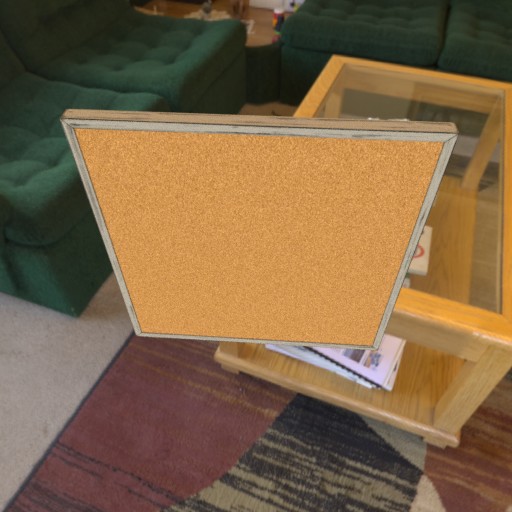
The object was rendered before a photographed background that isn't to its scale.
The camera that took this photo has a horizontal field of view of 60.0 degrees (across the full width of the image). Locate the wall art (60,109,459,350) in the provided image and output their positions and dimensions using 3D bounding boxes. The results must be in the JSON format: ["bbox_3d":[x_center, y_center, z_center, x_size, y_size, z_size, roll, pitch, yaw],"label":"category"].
[{"bbox_3d":[0.000,0.000,1.130,0.761,0.761,0.037,3,47,3],"label":"wall art"}]
